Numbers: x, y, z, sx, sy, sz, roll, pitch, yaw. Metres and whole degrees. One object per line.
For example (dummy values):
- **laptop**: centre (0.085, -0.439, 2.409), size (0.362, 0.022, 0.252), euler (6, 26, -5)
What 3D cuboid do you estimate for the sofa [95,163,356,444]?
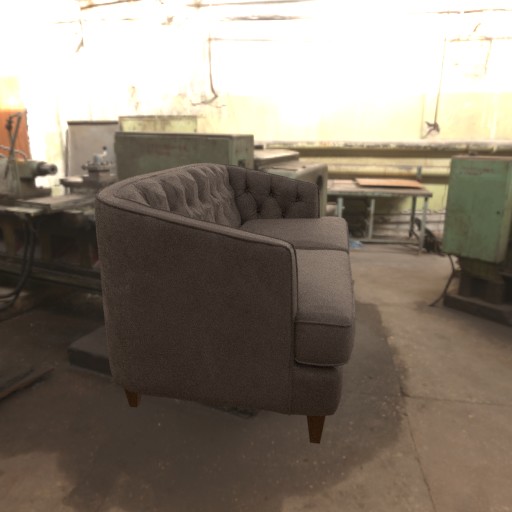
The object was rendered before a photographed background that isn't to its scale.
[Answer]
- **sofa**: centre (0.000, 0.000, 2.232), size (0.941, 0.855, 1.733), euler (3, 16, 10)
